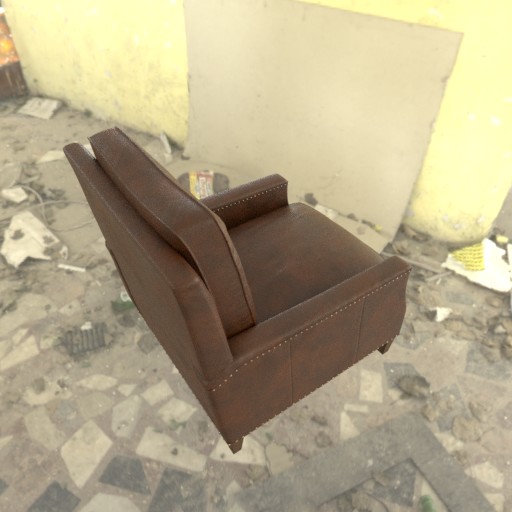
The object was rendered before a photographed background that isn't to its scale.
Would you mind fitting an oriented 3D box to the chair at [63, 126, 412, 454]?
[{"bbox_3d":[0.000,0.000,1.761,1.035,1.054,0.854,-24,46,-26],"label":"chair"}]
